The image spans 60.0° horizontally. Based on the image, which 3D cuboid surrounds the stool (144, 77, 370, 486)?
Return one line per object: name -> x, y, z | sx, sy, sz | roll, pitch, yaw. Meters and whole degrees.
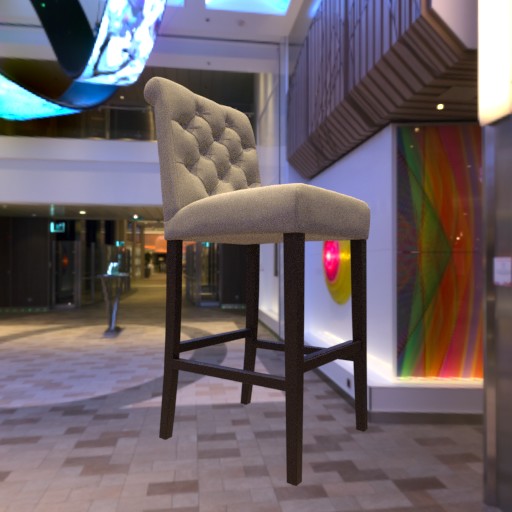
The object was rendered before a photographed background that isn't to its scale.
stool -> 0.000, 0.000, 1.438 | 0.601, 1.140, 0.493 | -1, -1, 36
